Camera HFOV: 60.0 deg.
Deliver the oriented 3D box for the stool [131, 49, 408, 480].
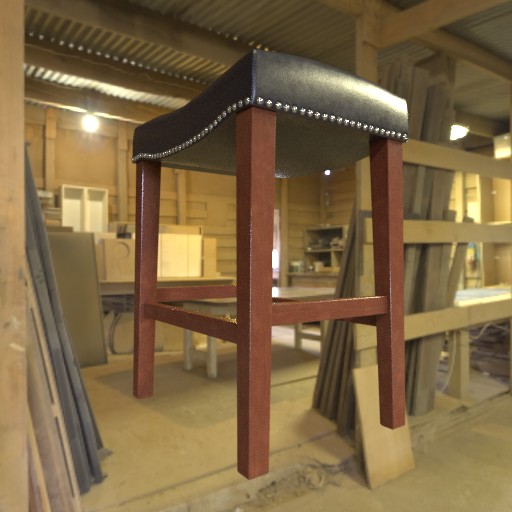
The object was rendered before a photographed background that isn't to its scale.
[{"bbox_3d":[0.000,0.000,0.941,0.372,0.654,0.504,0,0,-35],"label":"stool"}]
